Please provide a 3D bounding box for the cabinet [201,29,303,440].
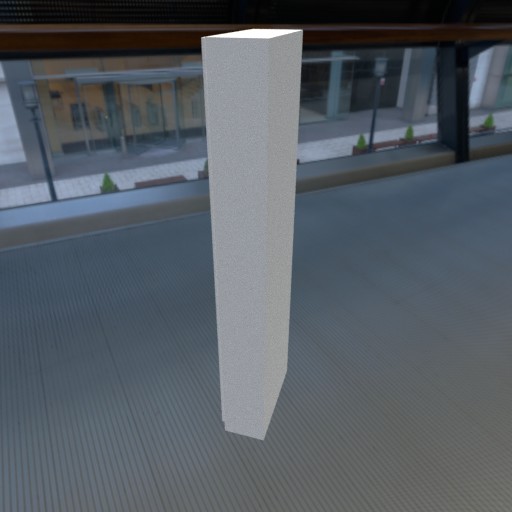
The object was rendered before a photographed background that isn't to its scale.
[{"bbox_3d":[0.000,0.000,1.989,0.230,1.790,0.500,9,31,15],"label":"cabinet"}]
